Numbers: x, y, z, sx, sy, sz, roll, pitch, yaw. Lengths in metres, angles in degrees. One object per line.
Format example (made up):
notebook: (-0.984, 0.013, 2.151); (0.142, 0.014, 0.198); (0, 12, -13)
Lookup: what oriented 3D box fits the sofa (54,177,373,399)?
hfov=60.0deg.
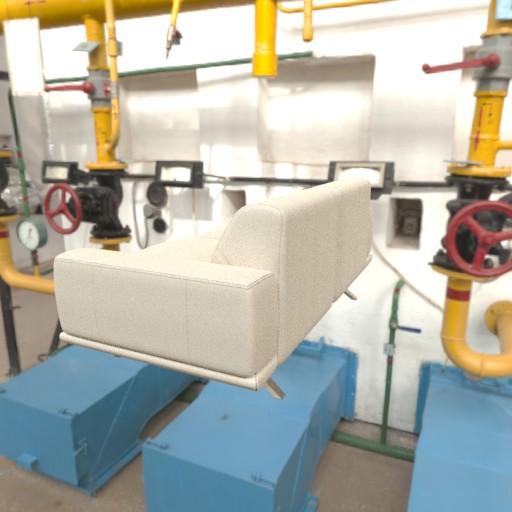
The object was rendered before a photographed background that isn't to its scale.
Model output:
sofa: (0.000, 0.000, 2.376); (0.900, 0.772, 1.901); (7, 16, 25)
